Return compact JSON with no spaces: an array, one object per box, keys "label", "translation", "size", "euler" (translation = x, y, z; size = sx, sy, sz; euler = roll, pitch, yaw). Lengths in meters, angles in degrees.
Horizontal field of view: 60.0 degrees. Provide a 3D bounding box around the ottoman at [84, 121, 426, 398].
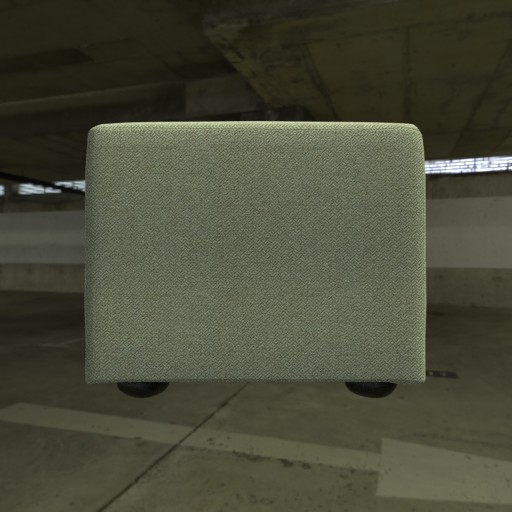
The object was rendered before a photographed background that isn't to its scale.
[{"label":"ottoman","translation":[0.000,0.000,0.906],"size":[0.521,0.453,0.512],"euler":[0,0,0]}]
